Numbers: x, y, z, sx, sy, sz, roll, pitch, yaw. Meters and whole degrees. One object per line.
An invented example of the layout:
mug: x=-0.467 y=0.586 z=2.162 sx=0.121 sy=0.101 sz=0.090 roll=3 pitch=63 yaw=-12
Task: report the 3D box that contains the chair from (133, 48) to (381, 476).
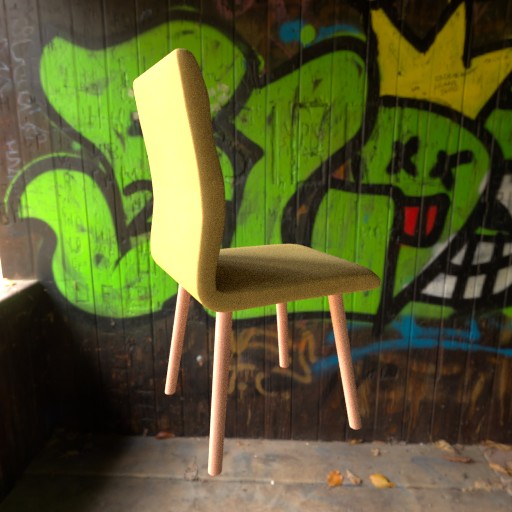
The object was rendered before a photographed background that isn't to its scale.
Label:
chair: x=0.000 y=0.000 z=1.261 sx=0.550 sy=0.965 sz=0.450 roll=-6 pitch=14 yaw=-25
